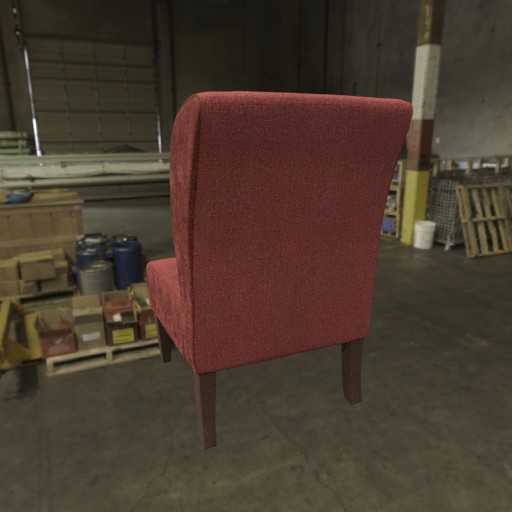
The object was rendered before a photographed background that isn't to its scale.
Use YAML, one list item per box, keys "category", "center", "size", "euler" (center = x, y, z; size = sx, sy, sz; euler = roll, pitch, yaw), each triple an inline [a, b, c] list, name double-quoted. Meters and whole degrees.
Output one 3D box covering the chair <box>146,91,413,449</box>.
- category: "chair"
  center: [0.000, 0.000, 1.295]
  size: [0.538, 0.846, 0.640]
  euler: [-7, 17, -24]
